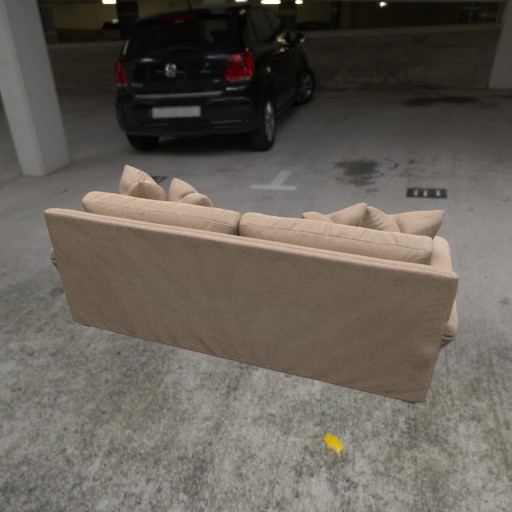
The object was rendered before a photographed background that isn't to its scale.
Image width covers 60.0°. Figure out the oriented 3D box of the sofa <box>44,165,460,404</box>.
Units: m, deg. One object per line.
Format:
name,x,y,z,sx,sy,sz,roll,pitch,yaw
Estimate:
sofa,0.000,0.000,2.773,2.285,0.904,1.067,9,32,16
